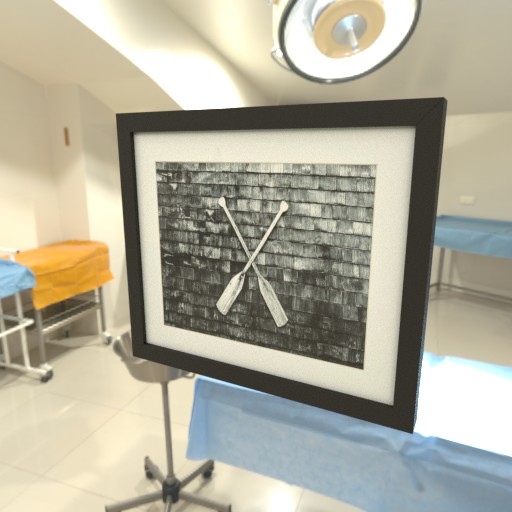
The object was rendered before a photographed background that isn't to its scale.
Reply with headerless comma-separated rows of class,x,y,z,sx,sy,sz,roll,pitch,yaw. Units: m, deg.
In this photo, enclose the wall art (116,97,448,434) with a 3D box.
wall art,0.000,0.000,0.518,0.381,0.330,0.029,7,15,27
